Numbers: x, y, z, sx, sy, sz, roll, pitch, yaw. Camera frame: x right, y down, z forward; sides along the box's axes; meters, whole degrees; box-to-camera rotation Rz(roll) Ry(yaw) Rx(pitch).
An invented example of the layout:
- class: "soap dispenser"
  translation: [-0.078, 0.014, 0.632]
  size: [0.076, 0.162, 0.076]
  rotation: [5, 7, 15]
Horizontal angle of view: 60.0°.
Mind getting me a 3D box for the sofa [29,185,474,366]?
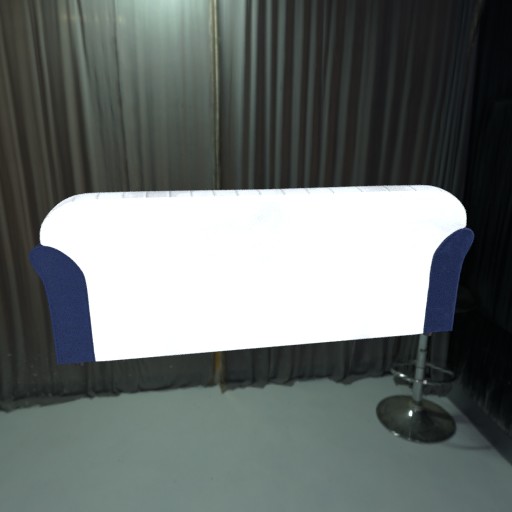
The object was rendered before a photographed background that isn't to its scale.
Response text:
- class: "sofa"
  translation: [0.000, 0.000, 2.362]
  size: [2.006, 0.789, 0.749]
  rotation: [-3, 16, -10]
